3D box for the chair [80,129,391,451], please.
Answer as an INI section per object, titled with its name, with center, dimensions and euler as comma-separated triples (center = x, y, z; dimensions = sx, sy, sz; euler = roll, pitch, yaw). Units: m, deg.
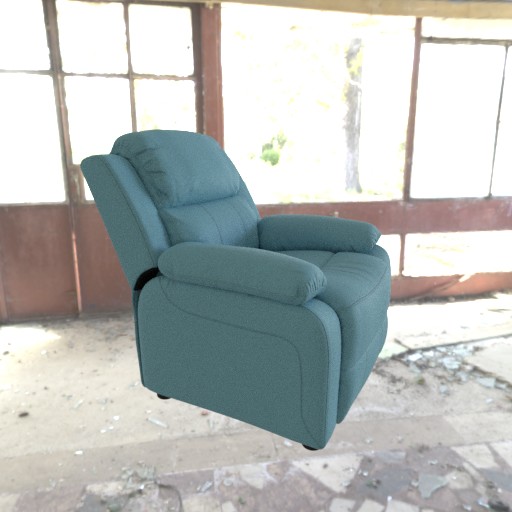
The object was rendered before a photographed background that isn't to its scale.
[chair]
center = 0.000, 0.000, 1.265
dimensions = 0.709, 0.702, 0.680
euler = 7, 16, 26
